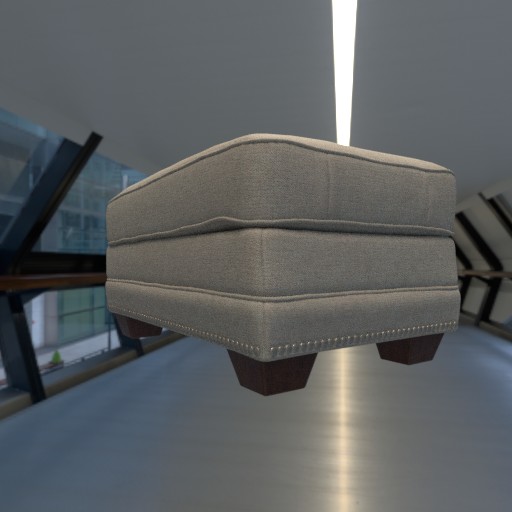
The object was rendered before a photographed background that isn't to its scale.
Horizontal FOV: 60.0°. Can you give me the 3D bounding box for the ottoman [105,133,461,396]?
[{"bbox_3d":[0.000,0.000,1.128,0.559,0.458,0.813,0,0,-35],"label":"ottoman"}]
